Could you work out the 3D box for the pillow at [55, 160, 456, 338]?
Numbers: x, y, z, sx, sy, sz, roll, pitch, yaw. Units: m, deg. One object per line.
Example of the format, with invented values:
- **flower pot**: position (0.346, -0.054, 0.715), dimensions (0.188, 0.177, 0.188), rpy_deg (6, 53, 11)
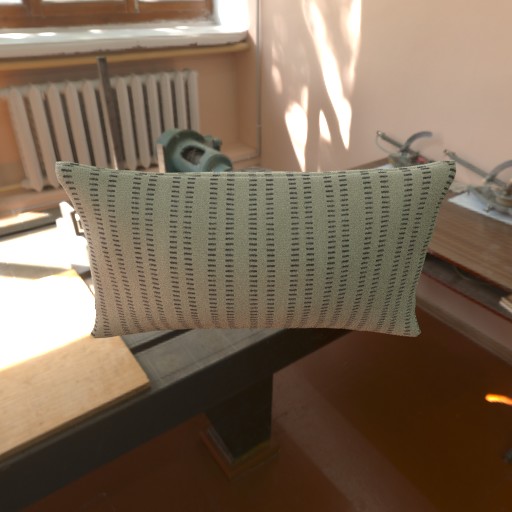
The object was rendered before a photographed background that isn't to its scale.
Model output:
- **pillow**: position (0.000, 0.000, 0.788), dimensions (0.640, 0.353, 0.210), rpy_deg (0, 31, -1)
